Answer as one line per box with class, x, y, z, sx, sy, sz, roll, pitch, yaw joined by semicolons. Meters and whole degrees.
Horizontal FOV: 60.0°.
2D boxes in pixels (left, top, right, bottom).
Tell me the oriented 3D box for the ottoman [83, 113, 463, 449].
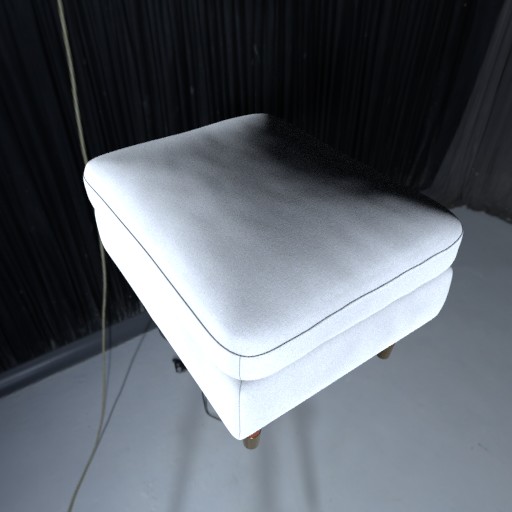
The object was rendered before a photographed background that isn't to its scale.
ottoman;0.000;0.000;1.092;0.593;0.478;0.747;-24;45;-27
